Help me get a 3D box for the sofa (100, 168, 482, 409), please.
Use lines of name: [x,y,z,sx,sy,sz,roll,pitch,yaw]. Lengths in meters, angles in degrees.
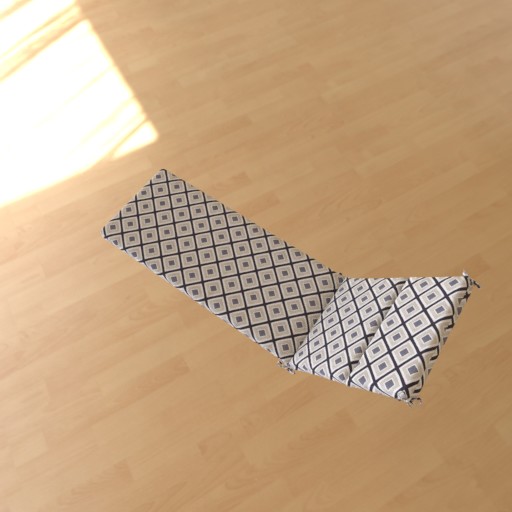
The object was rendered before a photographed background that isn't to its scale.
sofa: [0.000,0.000,1.988,1.663,0.622,0.582,32,68,15]
